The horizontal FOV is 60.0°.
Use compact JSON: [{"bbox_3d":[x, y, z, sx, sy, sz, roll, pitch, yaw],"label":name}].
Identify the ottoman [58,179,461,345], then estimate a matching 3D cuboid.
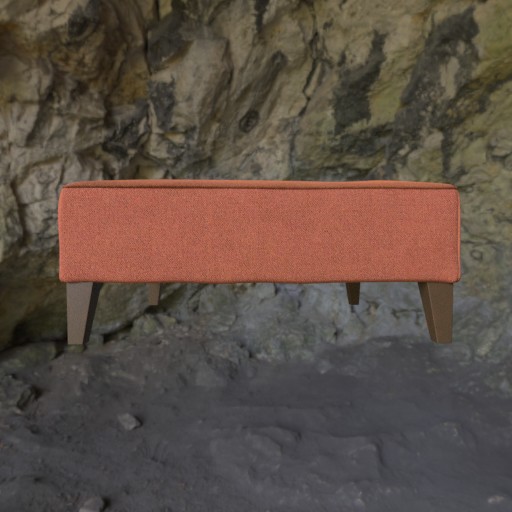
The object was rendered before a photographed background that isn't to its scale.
[{"bbox_3d":[0.000,0.000,1.560,0.999,0.438,0.997,0,0,-1],"label":"ottoman"}]
